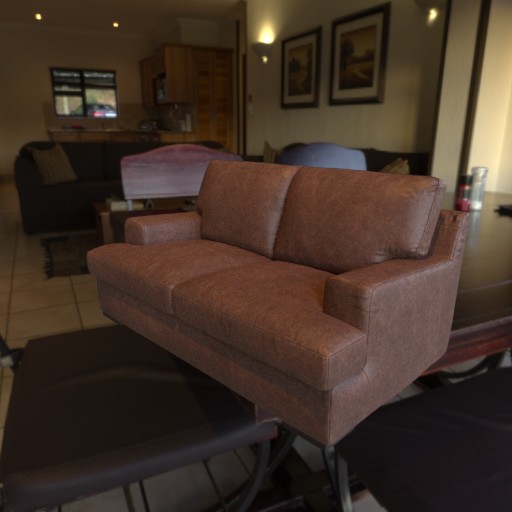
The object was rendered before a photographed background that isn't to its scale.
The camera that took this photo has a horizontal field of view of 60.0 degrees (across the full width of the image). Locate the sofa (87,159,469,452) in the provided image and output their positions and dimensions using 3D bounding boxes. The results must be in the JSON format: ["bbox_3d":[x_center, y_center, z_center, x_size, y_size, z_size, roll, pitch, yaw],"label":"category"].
[{"bbox_3d":[0.000,0.000,2.441,1.143,0.939,1.880,-16,22,-43],"label":"sofa"}]
